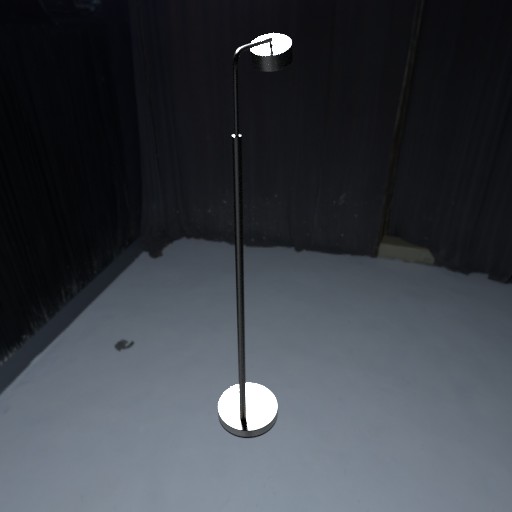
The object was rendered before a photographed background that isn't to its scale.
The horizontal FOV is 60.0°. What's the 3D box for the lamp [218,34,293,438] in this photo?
[{"bbox_3d":[0.000,0.000,1.421,0.222,1.250,0.421,9,32,15],"label":"lamp"}]
